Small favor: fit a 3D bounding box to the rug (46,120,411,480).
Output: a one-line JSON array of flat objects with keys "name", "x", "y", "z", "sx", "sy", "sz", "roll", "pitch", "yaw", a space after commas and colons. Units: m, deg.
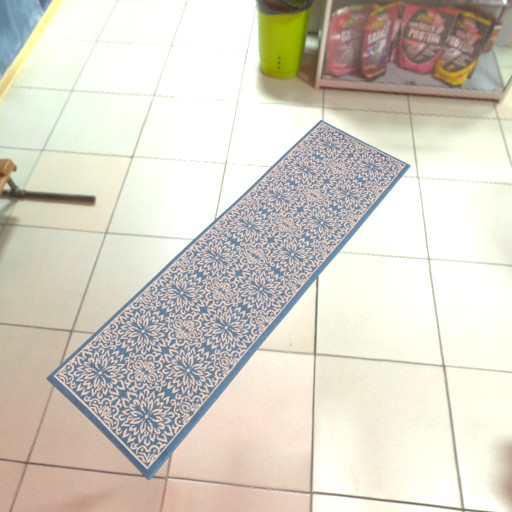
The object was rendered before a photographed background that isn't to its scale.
[{"name": "rug", "x": 0.000, "y": 0.000, "z": 2.341, "sx": 0.662, "sy": 0.011, "sz": 2.196, "roll": 34, "pitch": 63, "yaw": 20}]
